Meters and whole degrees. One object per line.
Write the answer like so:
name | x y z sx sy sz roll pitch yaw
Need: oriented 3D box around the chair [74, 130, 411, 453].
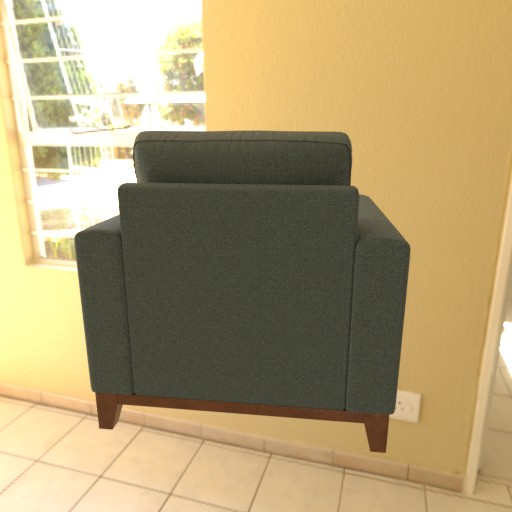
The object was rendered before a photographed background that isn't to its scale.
chair | 0.000 0.000 1.858 1.024 1.010 1.038 2 16 7
